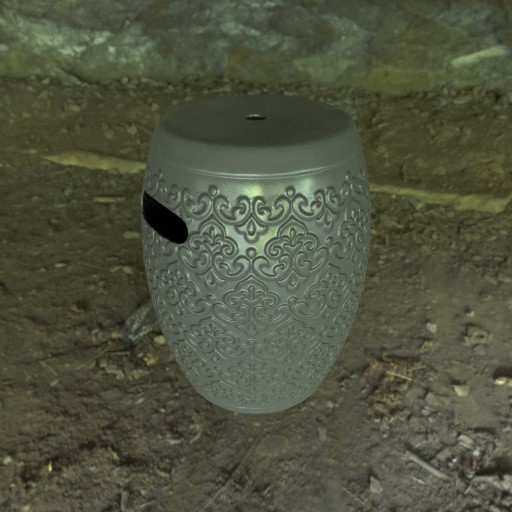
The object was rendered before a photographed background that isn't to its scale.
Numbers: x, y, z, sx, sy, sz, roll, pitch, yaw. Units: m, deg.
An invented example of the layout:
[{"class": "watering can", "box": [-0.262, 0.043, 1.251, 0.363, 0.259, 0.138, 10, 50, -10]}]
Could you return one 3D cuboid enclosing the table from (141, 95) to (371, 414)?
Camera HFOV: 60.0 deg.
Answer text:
[{"class": "table", "box": [0.000, 0.000, 0.634, 0.309, 0.397, 0.309, 0, 32, 0]}]
